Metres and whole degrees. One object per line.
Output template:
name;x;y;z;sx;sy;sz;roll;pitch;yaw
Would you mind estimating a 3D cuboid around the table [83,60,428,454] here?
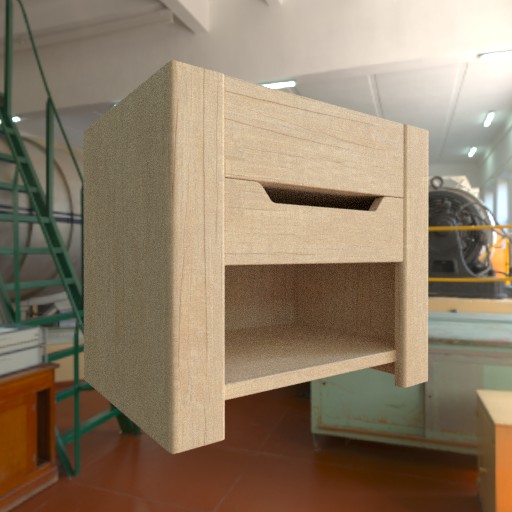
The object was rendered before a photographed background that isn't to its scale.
table;0.000;0.000;0.905;0.570;0.510;0.420;0;0;-36
